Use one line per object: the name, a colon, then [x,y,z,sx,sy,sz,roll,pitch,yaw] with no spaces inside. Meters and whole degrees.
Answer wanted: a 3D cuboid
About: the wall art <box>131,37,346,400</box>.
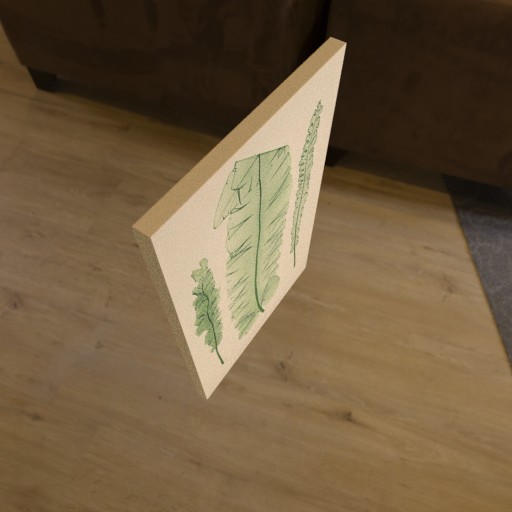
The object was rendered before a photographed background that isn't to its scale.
wall art: [0.000,0.000,1.189,0.038,0.914,0.610,30,62,18]
